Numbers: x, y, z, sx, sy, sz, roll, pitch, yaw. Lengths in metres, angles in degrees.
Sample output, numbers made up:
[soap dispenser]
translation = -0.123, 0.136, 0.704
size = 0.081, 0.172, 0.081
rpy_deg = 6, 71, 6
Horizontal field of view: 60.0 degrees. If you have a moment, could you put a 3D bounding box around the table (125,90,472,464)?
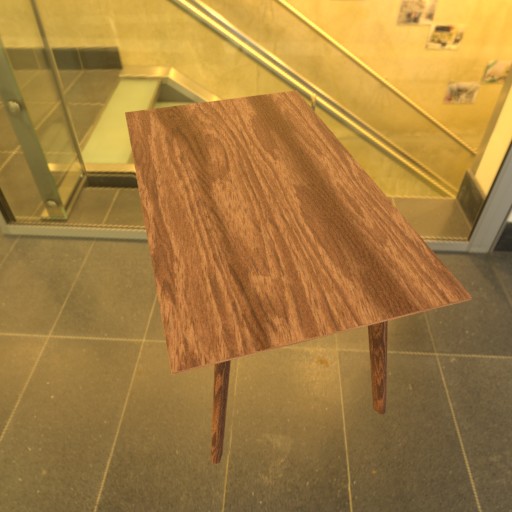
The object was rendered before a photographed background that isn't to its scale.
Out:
[table]
translation = 0.000, 0.000, 1.813
size = 0.801, 0.724, 1.349
rpy_deg = -12, 45, -12
